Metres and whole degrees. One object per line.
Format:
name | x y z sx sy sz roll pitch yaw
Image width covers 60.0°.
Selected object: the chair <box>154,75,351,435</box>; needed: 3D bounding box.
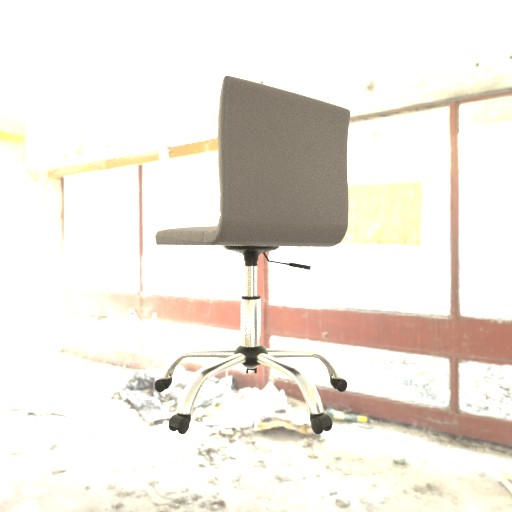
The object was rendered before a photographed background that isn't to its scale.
chair | 0.000 0.000 1.180 0.556 0.780 0.530 0 0 -36
